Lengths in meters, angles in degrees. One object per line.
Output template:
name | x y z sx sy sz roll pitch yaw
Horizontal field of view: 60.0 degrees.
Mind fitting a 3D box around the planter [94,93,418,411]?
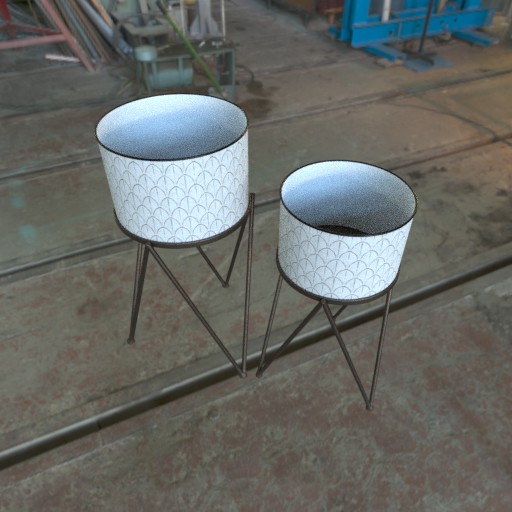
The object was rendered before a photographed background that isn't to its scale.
planter | 0.000 0.000 1.172 0.769 0.712 0.413 13 43 14
